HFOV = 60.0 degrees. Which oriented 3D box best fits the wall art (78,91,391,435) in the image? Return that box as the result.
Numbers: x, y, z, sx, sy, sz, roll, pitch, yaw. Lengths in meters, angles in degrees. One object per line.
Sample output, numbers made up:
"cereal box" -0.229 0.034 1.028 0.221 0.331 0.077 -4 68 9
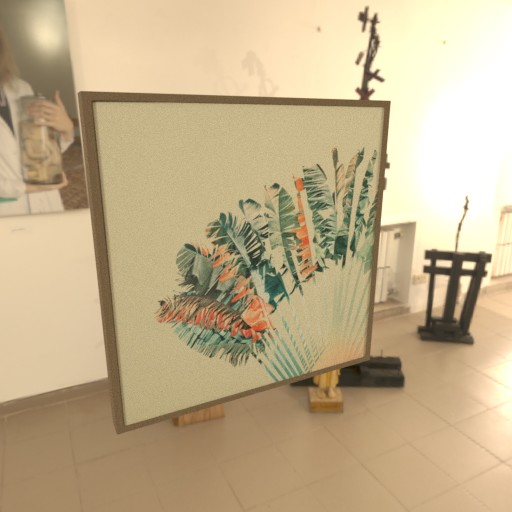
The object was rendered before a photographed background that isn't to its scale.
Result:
"wall art" 0.000 0.000 0.750 0.508 0.506 0.038 -8 18 -26
